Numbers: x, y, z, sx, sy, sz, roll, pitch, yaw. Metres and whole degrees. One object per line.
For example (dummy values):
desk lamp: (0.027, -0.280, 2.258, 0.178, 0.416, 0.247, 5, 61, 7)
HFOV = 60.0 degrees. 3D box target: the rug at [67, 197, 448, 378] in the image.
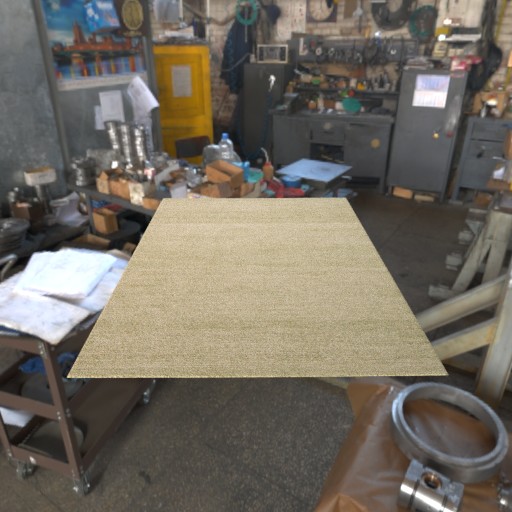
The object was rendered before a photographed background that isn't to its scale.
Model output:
rug: (0.000, 0.000, 4.984, 2.782, 0.025, 3.935, 0, 27, 0)
